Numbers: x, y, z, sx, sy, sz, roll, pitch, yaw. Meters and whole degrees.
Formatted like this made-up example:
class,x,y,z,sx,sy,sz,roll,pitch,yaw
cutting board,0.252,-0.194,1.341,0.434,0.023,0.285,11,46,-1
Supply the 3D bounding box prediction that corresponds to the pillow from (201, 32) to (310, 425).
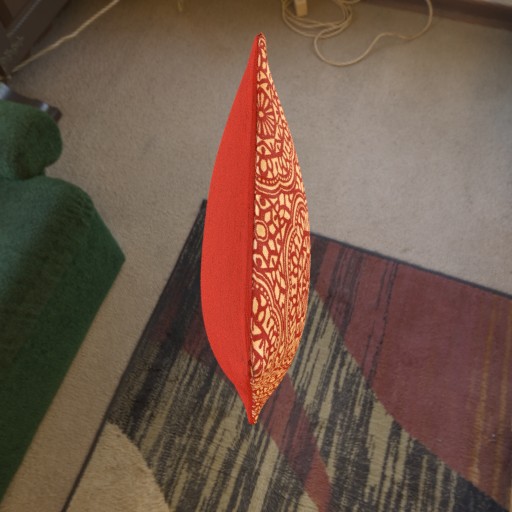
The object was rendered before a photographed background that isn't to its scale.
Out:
class,x,y,z,sx,sy,sz,roll,pitch,yaw
pillow,0.000,0.000,0.662,0.162,0.419,0.438,1,64,0
